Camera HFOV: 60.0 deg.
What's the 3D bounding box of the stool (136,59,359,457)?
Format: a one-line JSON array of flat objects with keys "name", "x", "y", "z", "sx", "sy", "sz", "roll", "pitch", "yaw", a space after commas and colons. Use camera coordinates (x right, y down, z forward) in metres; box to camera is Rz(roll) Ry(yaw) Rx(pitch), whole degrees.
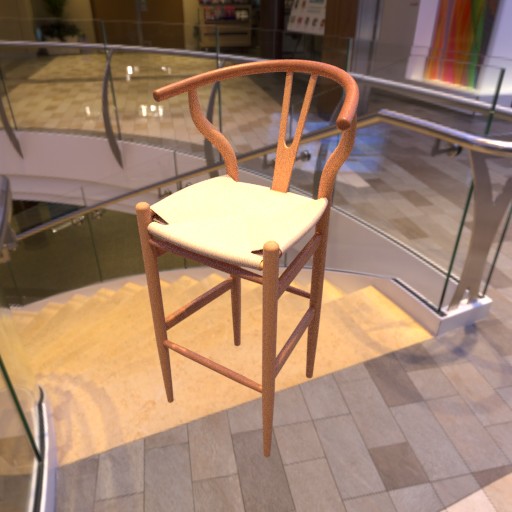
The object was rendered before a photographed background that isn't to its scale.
[{"name": "stool", "x": 0.000, "y": 0.000, "z": 1.381, "sx": 0.574, "sy": 1.068, "sz": 0.561, "roll": 18, "pitch": 36, "yaw": 27}]
